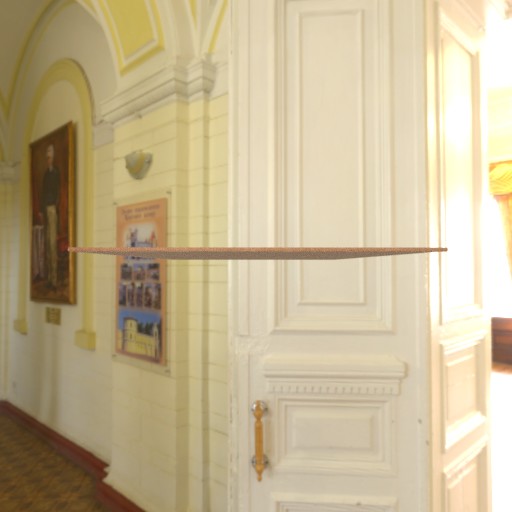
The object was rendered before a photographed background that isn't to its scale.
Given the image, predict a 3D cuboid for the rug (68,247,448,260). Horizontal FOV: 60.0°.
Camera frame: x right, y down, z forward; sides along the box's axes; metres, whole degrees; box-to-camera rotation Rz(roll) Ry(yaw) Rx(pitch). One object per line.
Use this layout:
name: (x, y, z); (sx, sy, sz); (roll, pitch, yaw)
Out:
rug: (0.000, 0.000, 2.331); (1.219, 0.014, 1.829); (0, -1, 0)
